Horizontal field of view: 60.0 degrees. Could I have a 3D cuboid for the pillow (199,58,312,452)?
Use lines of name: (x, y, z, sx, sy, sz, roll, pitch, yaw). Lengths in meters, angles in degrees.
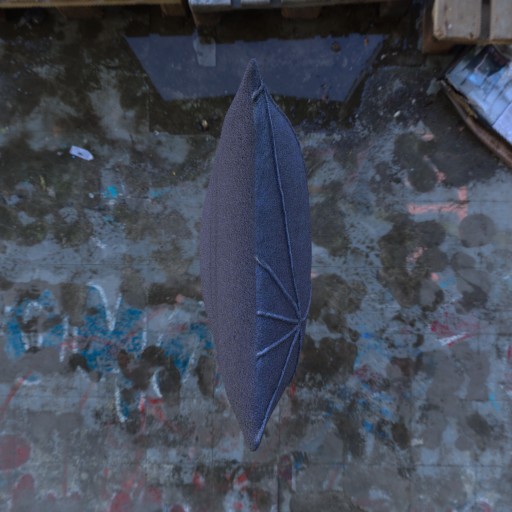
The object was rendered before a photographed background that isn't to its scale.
pillow: (0.000, 0.000, 0.693, 0.183, 0.440, 0.439, 0, 91, 0)
